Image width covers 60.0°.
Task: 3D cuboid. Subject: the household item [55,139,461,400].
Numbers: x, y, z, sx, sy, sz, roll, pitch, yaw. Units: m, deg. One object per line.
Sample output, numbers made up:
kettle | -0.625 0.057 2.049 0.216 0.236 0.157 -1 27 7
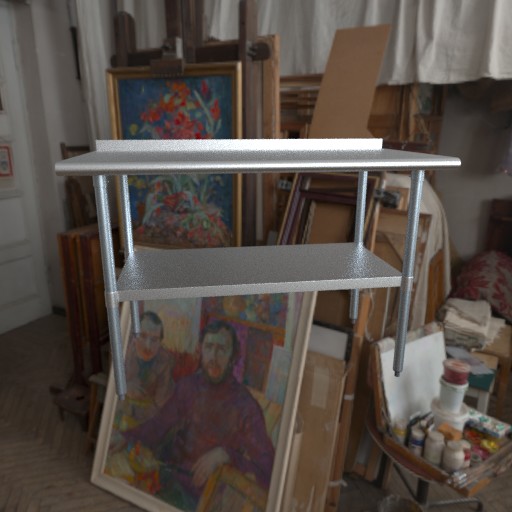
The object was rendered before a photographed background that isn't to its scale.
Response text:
household item | 0.000 0.000 1.709 1.219 0.851 0.610 -2 17 -8
